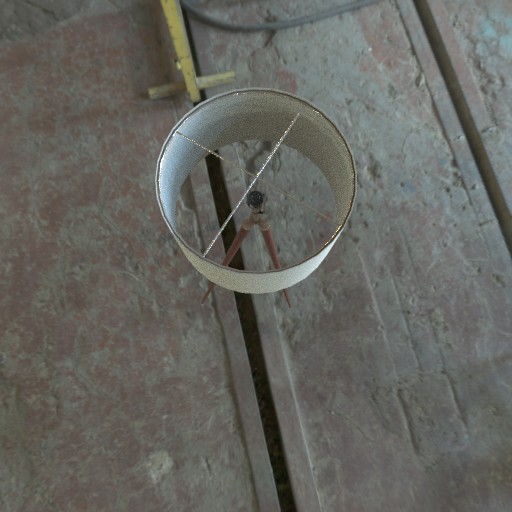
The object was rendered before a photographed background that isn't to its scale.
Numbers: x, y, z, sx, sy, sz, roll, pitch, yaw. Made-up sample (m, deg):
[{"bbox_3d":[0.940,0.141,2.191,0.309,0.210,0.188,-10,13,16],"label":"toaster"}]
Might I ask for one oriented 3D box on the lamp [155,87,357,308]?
[{"bbox_3d":[0.000,0.000,1.811,0.483,1.553,0.483,31,78,7],"label":"lamp"}]
